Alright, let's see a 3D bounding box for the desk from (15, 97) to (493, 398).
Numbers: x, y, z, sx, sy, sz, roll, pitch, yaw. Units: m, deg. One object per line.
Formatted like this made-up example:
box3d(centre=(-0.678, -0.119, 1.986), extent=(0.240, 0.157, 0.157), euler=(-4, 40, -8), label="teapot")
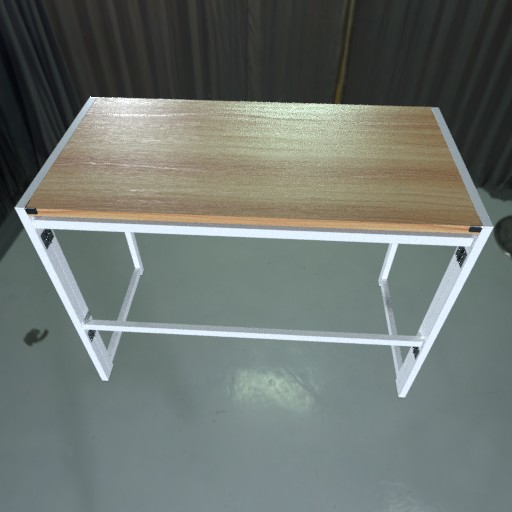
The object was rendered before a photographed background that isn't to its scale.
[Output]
box3d(centre=(0.000, 0.000, 1.383), extent=(1.016, 0.762, 0.508), euler=(3, 46, 2), label="desk")
